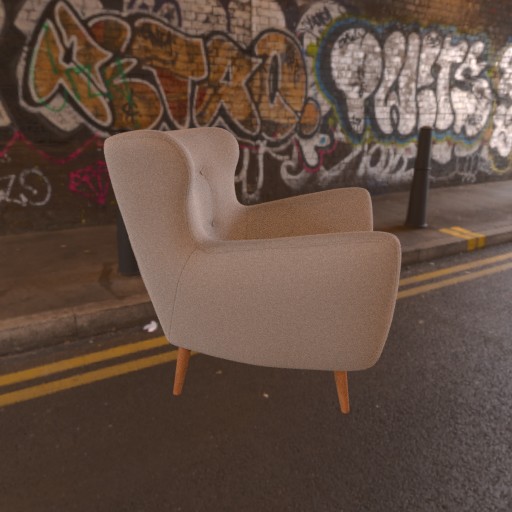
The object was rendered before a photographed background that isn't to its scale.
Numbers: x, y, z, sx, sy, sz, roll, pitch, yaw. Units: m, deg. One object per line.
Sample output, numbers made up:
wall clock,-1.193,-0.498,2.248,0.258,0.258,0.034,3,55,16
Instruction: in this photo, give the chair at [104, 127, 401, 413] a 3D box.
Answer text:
chair,0.000,0.000,1.606,0.889,0.889,0.890,2,17,8
